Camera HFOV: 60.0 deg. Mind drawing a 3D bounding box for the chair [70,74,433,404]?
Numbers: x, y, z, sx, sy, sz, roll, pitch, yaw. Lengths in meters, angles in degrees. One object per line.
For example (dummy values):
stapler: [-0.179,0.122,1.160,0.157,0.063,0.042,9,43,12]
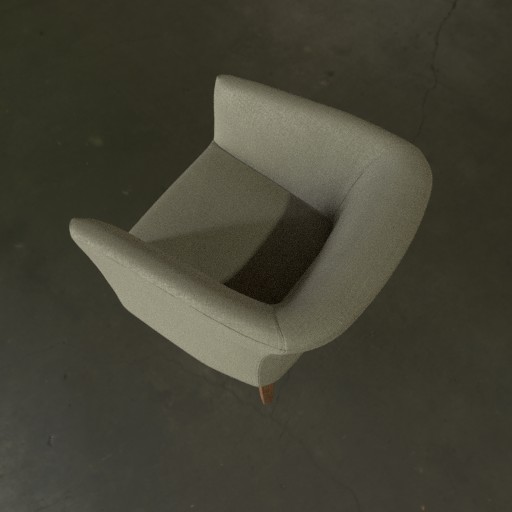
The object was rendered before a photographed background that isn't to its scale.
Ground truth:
chair: [0.000,0.000,1.248,0.668,0.771,0.600,31,67,15]
